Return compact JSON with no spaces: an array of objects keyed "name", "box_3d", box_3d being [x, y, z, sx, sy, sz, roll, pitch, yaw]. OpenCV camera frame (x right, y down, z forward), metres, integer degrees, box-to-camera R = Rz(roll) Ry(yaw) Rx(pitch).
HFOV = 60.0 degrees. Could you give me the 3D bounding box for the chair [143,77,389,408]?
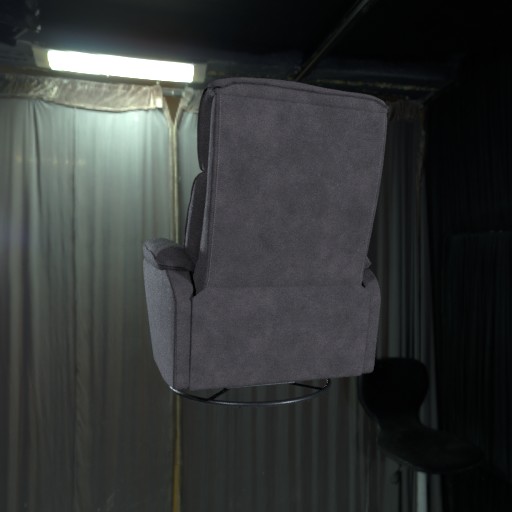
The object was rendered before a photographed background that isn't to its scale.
[{"name":"chair","box_3d":[0.000,0.000,1.750,0.830,1.035,1.009,0,-1,-18]}]
